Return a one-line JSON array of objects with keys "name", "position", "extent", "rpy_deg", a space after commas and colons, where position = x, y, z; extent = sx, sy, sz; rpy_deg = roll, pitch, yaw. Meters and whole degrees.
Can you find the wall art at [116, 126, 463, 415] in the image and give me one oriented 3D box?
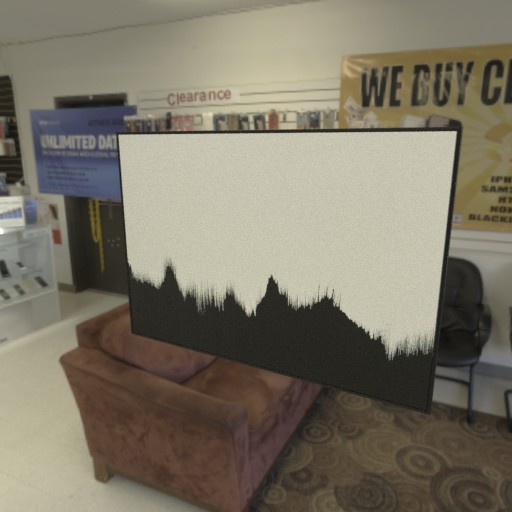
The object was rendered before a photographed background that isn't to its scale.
[{"name": "wall art", "position": [0.000, 0.000, 1.206], "extent": [0.957, 0.660, 0.019], "rpy_deg": [8, 16, 28]}]
